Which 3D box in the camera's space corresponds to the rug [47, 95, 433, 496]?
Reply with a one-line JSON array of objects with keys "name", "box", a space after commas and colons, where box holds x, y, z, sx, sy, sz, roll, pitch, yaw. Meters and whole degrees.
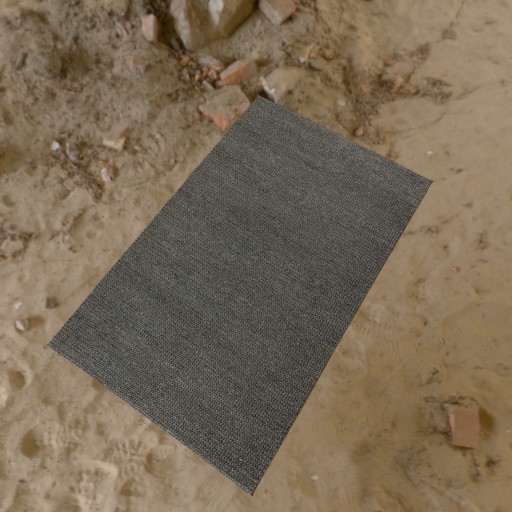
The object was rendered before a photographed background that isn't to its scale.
[{"name": "rug", "box": [0.000, 0.000, 3.015, 1.538, 0.021, 2.443, 31, 69, 13]}]
